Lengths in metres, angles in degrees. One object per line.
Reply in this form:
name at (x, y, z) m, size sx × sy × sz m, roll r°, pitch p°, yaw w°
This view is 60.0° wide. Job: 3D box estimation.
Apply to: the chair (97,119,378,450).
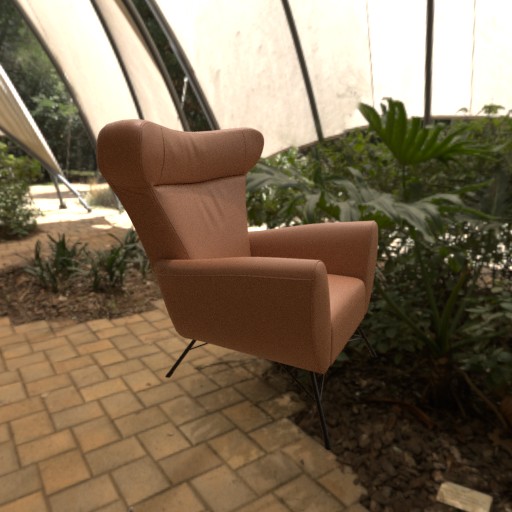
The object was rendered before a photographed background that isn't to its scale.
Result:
chair at (0.000, 0.000, 1.821) m, size 0.900 × 1.050 × 0.980 m, roll 7°, pitch 16°, yaw 25°
